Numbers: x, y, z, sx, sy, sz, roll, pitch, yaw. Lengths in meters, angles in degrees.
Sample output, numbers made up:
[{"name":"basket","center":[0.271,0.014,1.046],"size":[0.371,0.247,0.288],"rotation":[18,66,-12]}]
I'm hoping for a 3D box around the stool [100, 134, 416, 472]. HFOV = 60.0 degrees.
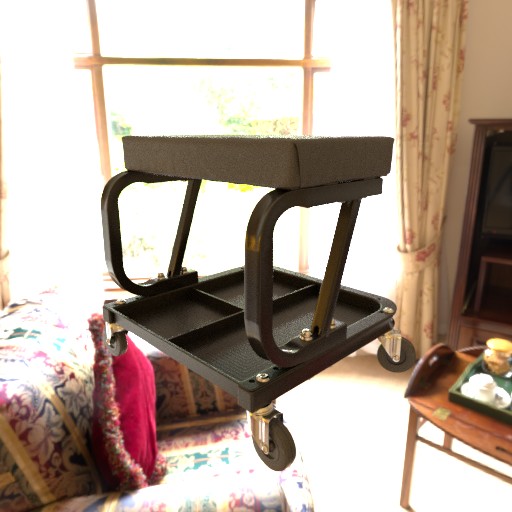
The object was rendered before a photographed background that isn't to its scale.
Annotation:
[{"name":"stool","center":[0.000,0.000,0.721],"size":[0.371,0.380,0.446],"rotation":[-15,22,-42]}]
